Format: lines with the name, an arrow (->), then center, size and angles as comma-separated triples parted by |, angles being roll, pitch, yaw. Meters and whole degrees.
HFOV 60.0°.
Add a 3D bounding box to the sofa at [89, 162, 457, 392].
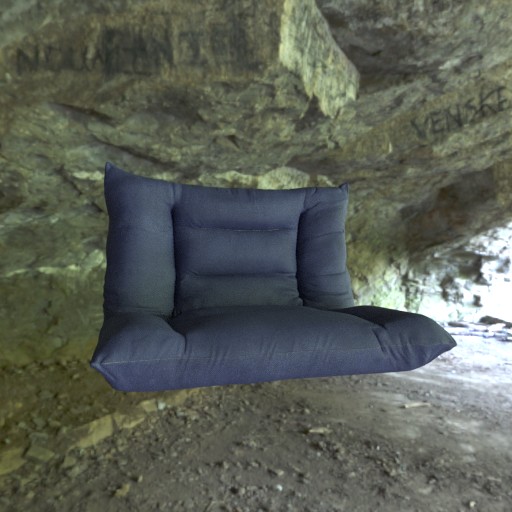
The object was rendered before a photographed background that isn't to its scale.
sofa -> 0.000, 0.000, 1.676 | 1.122, 0.778, 0.849 | 0, -1, -16
